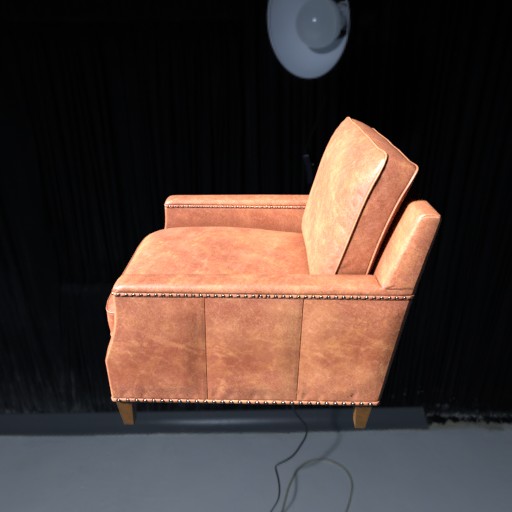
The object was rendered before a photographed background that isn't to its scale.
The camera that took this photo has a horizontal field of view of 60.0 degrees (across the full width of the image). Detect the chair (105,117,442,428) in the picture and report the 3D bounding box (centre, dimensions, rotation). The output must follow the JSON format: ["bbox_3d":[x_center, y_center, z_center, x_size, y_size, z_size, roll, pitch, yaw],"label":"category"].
[{"bbox_3d":[0.000,0.000,1.706,1.014,0.943,0.853,1,26,1],"label":"chair"}]
